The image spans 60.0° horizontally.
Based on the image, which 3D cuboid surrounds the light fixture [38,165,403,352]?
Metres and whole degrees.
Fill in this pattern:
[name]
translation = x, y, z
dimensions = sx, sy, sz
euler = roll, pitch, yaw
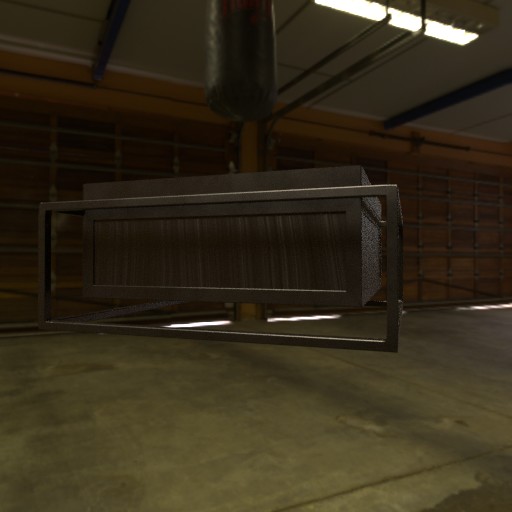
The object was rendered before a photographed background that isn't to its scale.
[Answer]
[light fixture]
translation = 0.000, 0.000, 0.707
dimensions = 0.441, 0.191, 0.441
euler = 0, 0, 19
